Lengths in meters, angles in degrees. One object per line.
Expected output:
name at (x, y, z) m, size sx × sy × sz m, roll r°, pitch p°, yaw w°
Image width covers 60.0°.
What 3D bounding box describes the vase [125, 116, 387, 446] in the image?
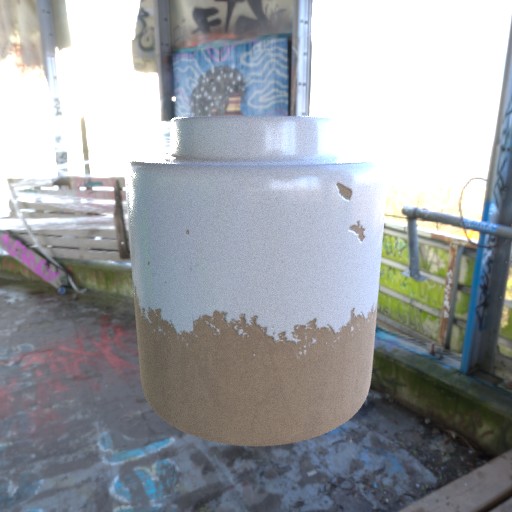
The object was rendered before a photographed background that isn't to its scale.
vase at (0.000, 0.000, 0.282) m, size 0.153 × 0.167 × 0.153 m, roll 0°, pitch 16°, yaw 0°
